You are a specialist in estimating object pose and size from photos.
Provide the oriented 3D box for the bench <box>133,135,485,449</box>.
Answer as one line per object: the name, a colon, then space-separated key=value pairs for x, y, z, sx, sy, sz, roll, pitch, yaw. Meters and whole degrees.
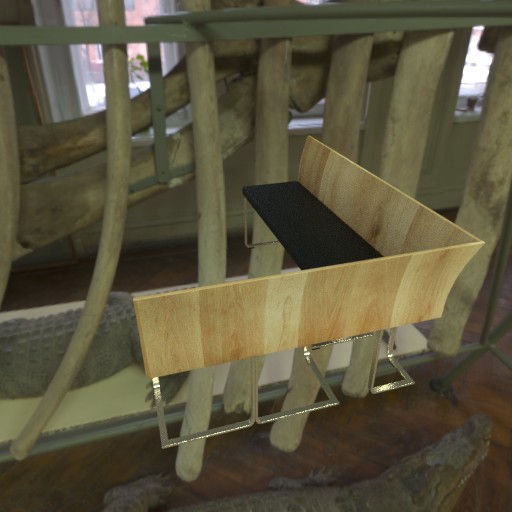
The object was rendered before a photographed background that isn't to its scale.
bench: x=0.000 y=0.000 z=2.779 sx=1.495 sy=0.930 sz=1.945 roll=-9 pitch=30 yaw=-15
